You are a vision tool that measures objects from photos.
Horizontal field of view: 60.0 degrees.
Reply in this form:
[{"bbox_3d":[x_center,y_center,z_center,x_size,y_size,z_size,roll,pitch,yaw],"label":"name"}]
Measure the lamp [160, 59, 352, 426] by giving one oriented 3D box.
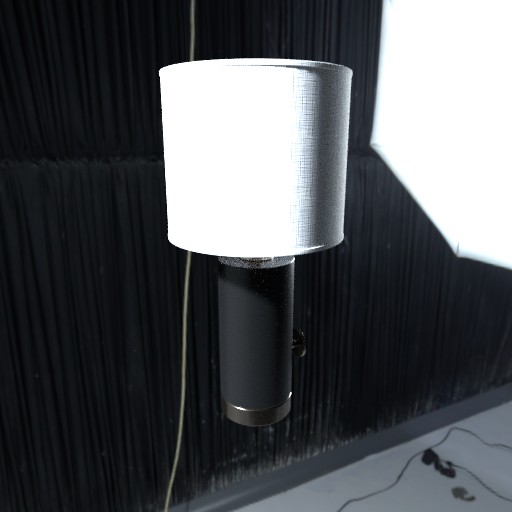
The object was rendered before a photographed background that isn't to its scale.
[{"bbox_3d":[0.000,0.000,0.630,0.240,0.482,0.241,-7,17,-25],"label":"lamp"}]
